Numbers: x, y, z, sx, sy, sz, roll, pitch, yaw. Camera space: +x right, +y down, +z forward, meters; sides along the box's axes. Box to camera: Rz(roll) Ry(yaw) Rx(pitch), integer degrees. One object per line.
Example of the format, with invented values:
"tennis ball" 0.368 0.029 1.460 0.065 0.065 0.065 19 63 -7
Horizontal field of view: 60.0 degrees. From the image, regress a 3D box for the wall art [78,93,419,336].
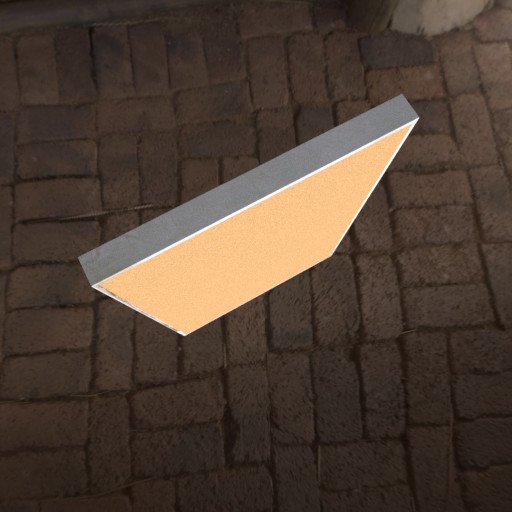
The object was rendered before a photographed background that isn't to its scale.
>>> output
"wall art" 0.000 0.000 0.775 0.403 0.607 0.036 -28 77 -7
